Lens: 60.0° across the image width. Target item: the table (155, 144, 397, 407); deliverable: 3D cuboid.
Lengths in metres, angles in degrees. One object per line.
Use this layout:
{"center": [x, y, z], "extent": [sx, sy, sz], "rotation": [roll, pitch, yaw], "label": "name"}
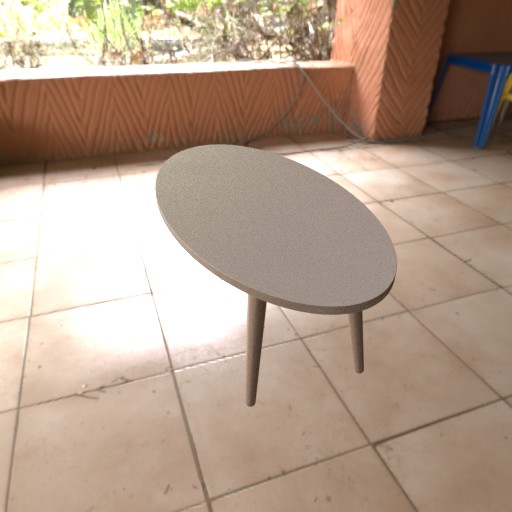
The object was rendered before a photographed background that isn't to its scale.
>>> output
{"center": [0.000, 0.000, 1.361], "extent": [0.542, 0.390, 1.083], "rotation": [-11, 32, -18], "label": "table"}
